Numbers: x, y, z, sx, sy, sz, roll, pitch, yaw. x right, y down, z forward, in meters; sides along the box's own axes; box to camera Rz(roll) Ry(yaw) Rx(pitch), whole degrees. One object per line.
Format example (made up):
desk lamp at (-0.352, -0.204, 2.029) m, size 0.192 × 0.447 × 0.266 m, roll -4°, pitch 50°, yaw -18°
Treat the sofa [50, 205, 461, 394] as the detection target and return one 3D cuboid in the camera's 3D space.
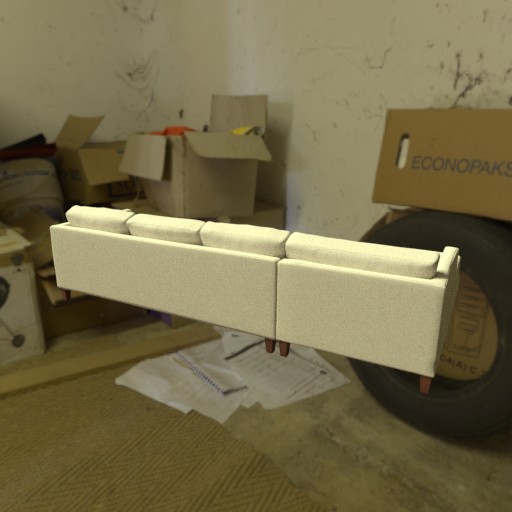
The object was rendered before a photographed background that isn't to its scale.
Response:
sofa at (0.000, 0.000, 3.852) m, size 3.186 × 0.846 × 1.625 m, roll 9°, pitch 19°, yaw 27°
